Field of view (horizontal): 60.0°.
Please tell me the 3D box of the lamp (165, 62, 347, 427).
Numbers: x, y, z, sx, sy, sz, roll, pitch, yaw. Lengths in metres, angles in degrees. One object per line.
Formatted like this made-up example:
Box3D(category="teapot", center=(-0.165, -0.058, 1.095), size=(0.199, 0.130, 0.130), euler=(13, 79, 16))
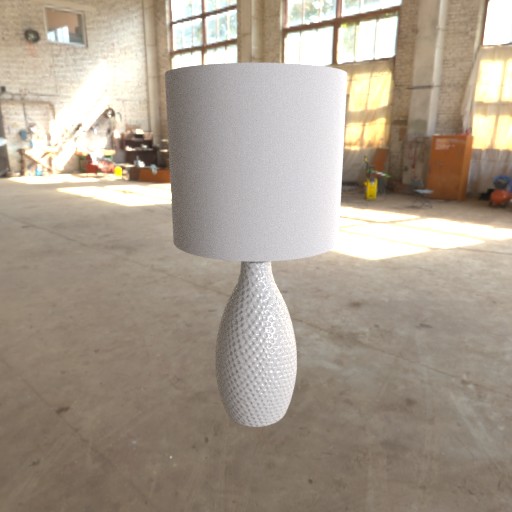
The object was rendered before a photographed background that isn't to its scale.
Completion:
Box3D(category="lamp", center=(0.000, 0.000, 0.593), size=(0.214, 0.466, 0.214), euler=(-8, 18, -26))
